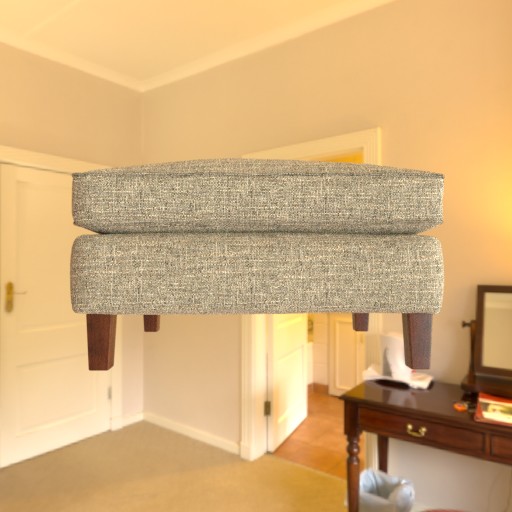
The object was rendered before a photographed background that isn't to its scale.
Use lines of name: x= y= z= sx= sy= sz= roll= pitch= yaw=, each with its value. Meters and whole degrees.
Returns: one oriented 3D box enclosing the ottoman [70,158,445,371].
ottoman: x=0.000 y=0.000 z=1.007 sx=0.686 sy=0.406 sz=0.508 roll=0 pitch=0 yaw=-1
